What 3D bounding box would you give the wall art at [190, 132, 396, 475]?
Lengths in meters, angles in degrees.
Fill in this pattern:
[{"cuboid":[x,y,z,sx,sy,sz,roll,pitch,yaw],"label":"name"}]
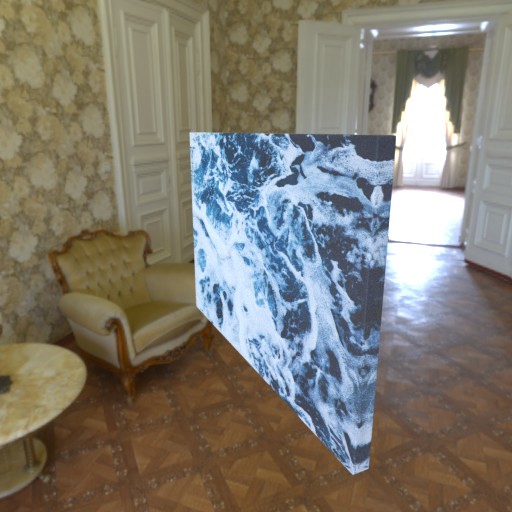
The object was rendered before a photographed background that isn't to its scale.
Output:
[{"cuboid":[0.000,0.000,1.144,0.042,0.610,0.915,-8,17,-25],"label":"wall art"}]
